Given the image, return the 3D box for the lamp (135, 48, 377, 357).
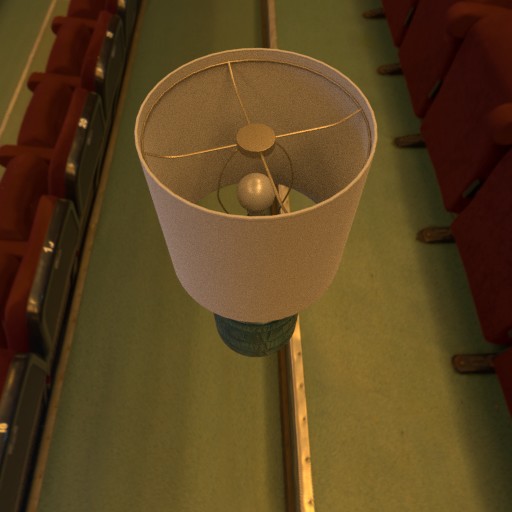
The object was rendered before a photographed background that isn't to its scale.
[{"bbox_3d":[0.000,0.000,0.583,0.211,0.455,0.211,-2,59,-1],"label":"lamp"}]
